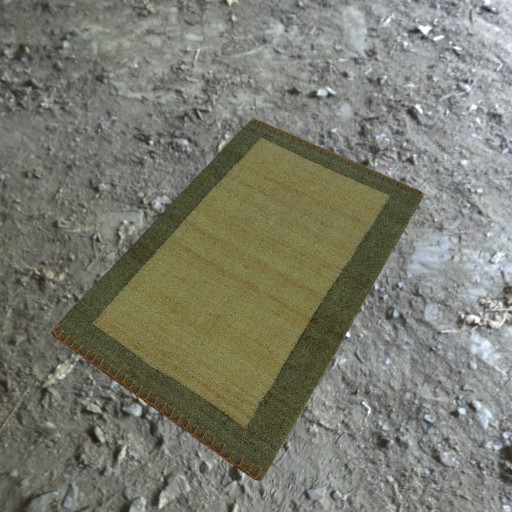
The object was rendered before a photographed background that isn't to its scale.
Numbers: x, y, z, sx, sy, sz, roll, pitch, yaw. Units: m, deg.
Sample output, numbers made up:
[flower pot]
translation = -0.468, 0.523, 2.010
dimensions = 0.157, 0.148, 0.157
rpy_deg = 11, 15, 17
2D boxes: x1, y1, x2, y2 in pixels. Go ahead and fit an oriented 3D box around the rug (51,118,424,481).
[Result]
[rug]
translation = 0.000, 0.000, 2.380
dimensions = 1.220, 0.019, 1.838
rpy_deg = 28, 62, 17
